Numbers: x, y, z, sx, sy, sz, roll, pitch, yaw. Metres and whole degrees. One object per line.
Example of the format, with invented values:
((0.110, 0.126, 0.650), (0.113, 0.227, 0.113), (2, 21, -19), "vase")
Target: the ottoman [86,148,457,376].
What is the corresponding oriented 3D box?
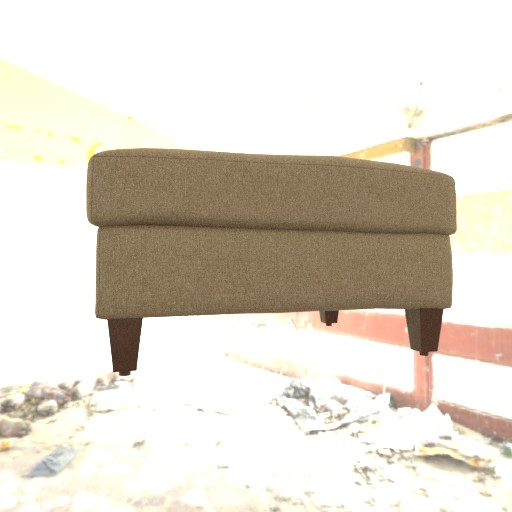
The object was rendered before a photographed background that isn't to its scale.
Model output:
((0.000, 0.000, 1.303), (0.889, 0.511, 0.692), (0, -1, -16), "ottoman")
